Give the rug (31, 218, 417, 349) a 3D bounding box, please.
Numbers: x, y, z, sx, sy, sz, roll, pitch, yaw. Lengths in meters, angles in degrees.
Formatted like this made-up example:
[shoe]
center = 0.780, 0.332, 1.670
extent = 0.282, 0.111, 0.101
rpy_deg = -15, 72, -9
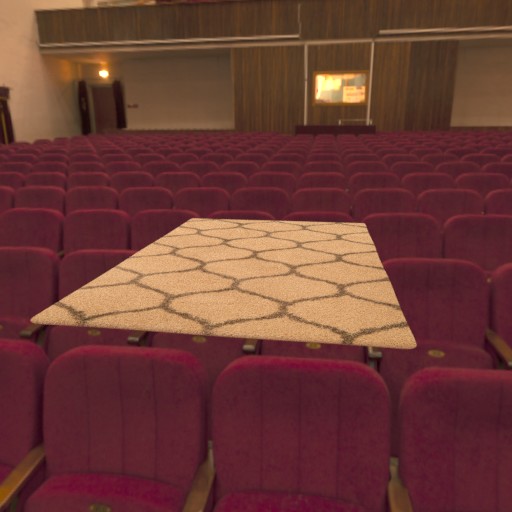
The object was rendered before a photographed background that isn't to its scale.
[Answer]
[rug]
center = 0.000, 0.000, 3.288
extent = 1.801, 0.026, 2.701
rpy_deg = 2, 16, 8
